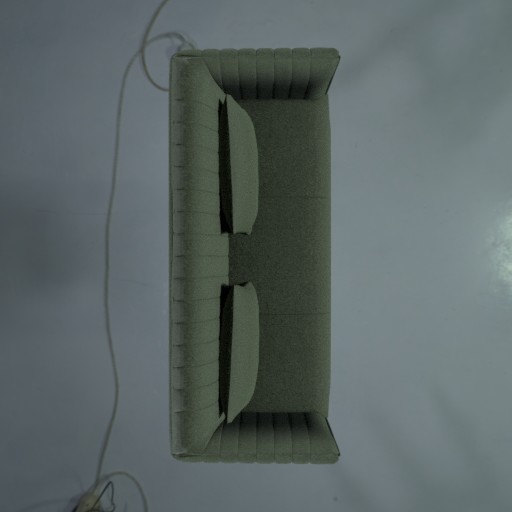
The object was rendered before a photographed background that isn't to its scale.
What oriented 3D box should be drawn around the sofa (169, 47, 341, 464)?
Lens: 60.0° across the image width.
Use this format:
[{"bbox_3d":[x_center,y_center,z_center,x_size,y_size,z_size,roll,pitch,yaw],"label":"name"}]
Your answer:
[{"bbox_3d":[0.000,0.000,2.564,0.896,0.793,2.137,0,90,1],"label":"sofa"}]
